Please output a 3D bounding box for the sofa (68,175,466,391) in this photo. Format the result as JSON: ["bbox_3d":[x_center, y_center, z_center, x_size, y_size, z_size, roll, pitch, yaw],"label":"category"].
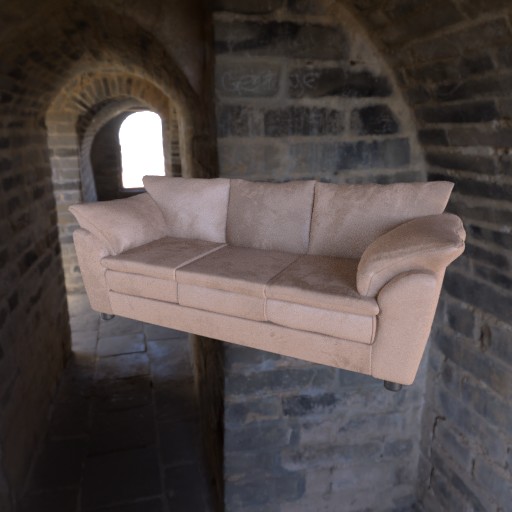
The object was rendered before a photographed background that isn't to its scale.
[{"bbox_3d":[0.000,0.000,2.794,2.377,0.981,0.893,8,17,27],"label":"sofa"}]
